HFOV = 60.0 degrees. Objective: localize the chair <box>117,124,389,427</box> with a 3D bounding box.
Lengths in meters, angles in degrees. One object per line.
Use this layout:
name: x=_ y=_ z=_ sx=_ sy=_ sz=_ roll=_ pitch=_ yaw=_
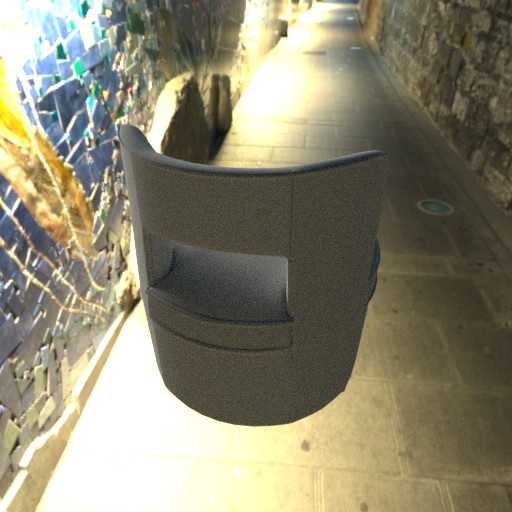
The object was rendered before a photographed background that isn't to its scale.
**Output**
chair: x=0.000 y=0.000 z=1.209 sx=0.650 sy=0.723 sz=0.665 roll=10 pitch=34 yaw=16
